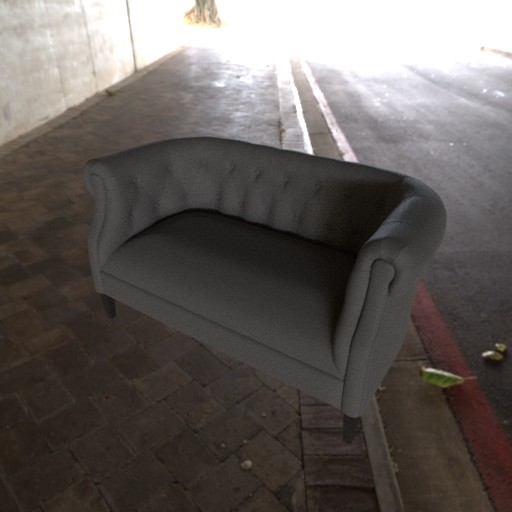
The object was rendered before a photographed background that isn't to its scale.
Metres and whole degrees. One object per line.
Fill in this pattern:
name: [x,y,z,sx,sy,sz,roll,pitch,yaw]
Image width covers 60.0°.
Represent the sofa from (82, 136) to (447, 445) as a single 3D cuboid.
sofa: [0.000,0.000,2.059,1.558,0.827,0.835,19,35,29]
